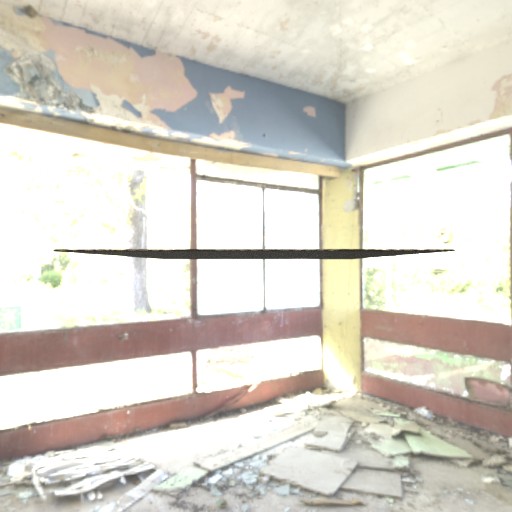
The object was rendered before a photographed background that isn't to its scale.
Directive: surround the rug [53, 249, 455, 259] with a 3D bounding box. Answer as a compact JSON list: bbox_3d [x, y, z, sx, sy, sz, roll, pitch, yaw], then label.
[{"bbox_3d":[0.000,0.000,4.181,2.438,0.016,3.048,0,-1,1],"label":"rug"}]
